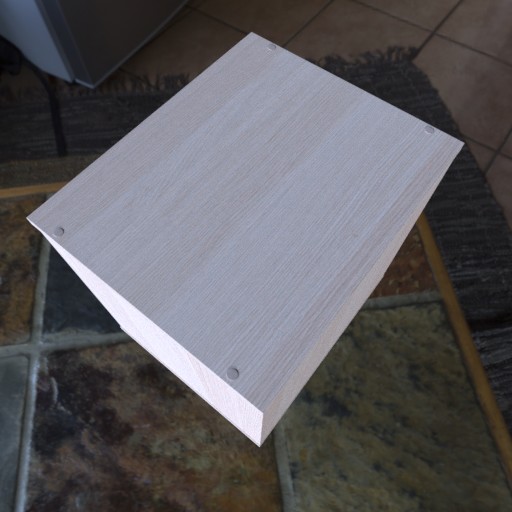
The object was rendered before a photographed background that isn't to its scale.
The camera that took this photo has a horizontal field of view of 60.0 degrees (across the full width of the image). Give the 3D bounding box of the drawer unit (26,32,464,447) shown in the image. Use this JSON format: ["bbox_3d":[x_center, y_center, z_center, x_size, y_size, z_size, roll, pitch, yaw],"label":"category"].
[{"bbox_3d":[0.000,0.000,0.602,0.290,0.344,0.349,35,68,17],"label":"drawer unit"}]
